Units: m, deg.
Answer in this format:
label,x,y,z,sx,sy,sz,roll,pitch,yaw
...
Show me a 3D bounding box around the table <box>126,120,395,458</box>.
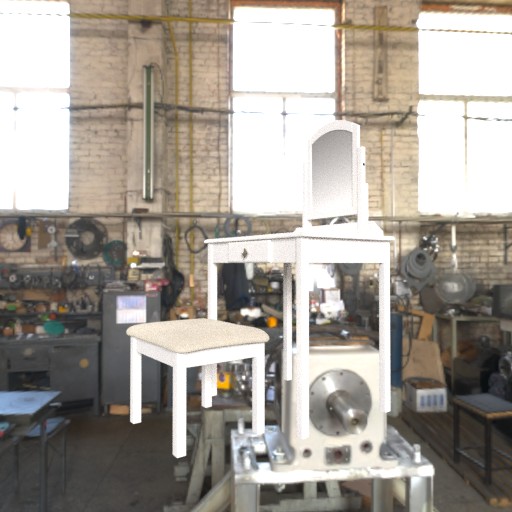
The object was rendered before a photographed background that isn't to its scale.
label,x,y,z,sx,sy,sz,roll,pitch,yaw
table,0.000,0.000,2.328,1.211,1.631,0.876,1,-1,-37
